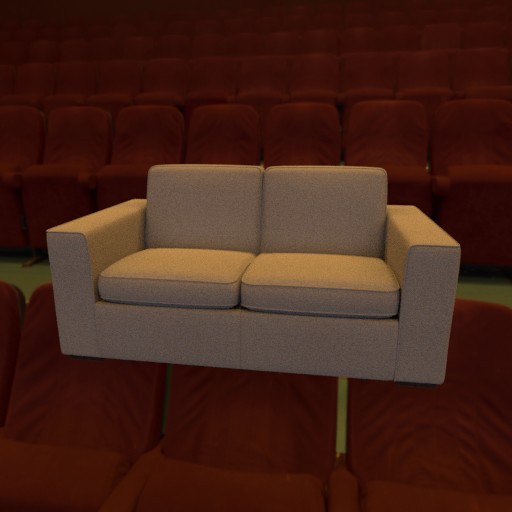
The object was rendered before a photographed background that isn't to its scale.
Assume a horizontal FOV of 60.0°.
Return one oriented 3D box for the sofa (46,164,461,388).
[{"bbox_3d":[0.000,0.000,2.406,1.812,0.924,1.007,2,16,8],"label":"sofa"}]
